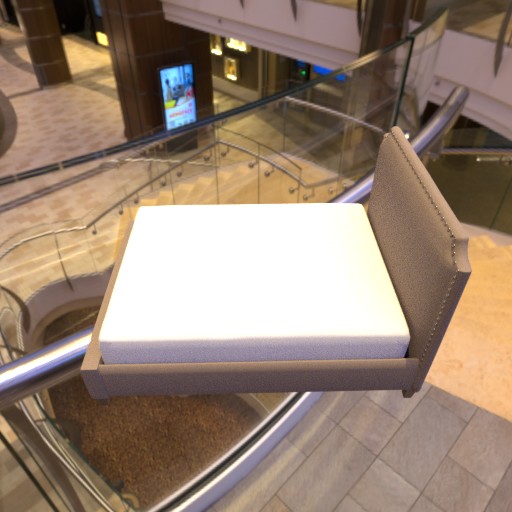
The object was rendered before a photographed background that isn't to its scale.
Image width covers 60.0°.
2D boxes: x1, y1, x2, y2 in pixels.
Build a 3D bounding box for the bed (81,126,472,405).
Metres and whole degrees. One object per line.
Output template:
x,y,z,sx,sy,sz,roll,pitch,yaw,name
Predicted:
0.000,0.000,3.411,2.372,1.443,1.713,-1,41,-1,bed
